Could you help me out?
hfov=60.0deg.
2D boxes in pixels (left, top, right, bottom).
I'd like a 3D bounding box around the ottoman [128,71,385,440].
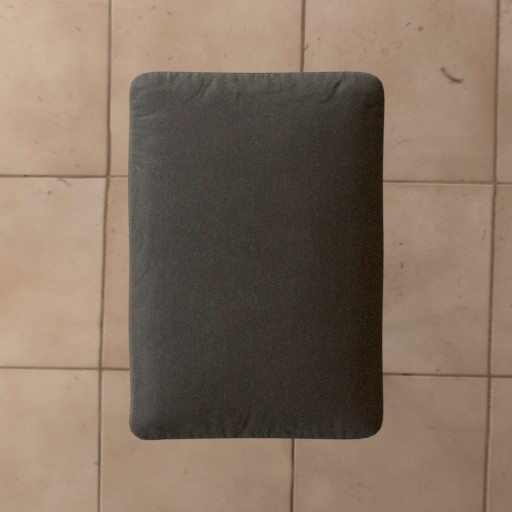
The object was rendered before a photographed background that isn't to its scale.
[{"bbox_3d":[0.000,0.000,1.542,0.840,0.429,1.199,0,91,0],"label":"ottoman"}]
